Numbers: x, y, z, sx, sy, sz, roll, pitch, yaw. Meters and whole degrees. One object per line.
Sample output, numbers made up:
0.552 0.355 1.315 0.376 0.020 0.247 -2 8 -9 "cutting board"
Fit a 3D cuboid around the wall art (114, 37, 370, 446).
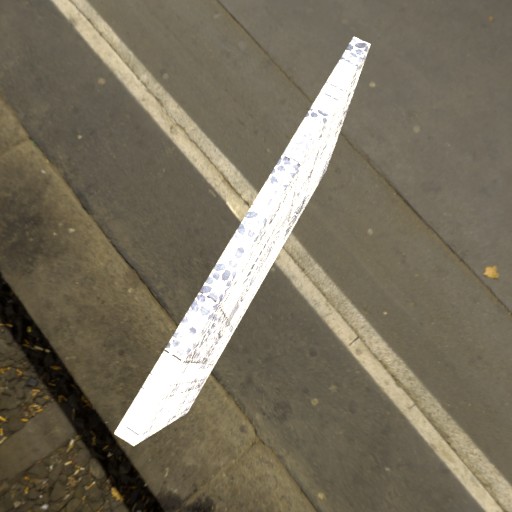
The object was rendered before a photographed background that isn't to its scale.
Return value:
0.000 0.000 0.758 0.030 0.406 0.608 29 77 7 "wall art"
